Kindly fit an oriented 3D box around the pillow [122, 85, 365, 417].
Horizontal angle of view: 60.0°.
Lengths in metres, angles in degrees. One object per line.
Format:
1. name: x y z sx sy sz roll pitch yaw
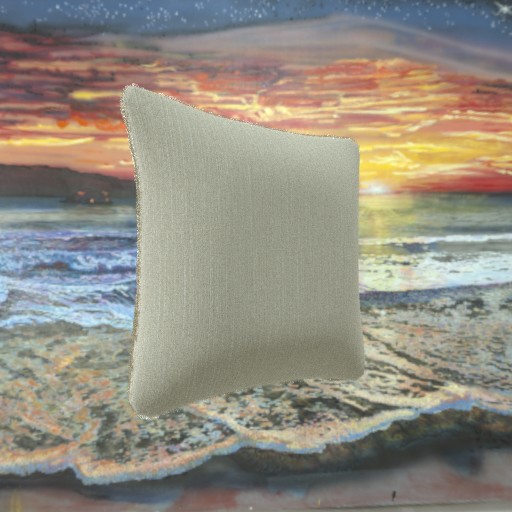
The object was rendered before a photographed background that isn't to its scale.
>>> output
1. pillow: 0.000 0.000 0.839 0.538 0.525 0.216 1 -2 -35
